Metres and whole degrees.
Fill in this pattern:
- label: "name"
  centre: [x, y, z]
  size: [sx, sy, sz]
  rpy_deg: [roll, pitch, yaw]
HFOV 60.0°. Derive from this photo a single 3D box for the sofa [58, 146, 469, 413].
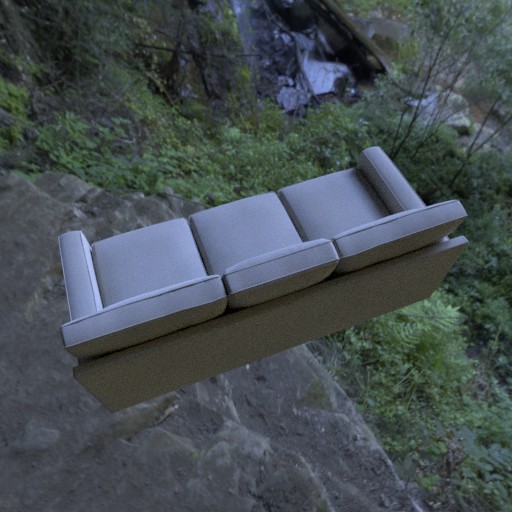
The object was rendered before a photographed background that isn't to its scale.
- label: "sofa"
  centre: [0.000, 0.000, 2.595]
  size: [2.088, 0.862, 0.935]
  rpy_deg: [-18, 59, -11]
